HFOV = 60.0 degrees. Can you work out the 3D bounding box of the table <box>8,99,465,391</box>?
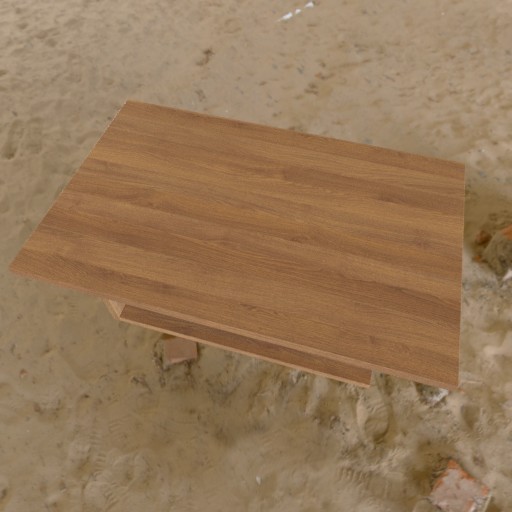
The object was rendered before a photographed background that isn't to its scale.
[{"bbox_3d":[0.000,0.000,1.401,1.100,0.442,0.700,13,57,9],"label":"table"}]
